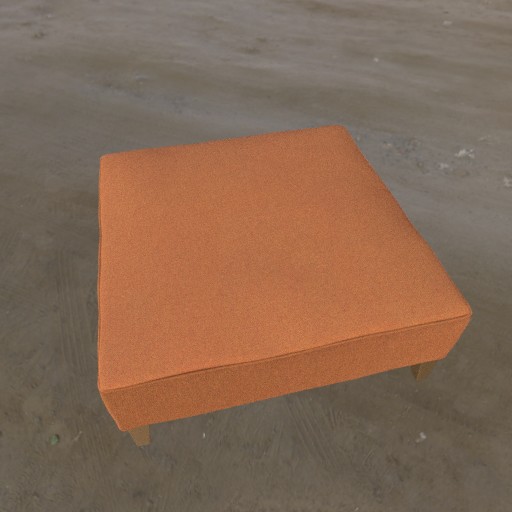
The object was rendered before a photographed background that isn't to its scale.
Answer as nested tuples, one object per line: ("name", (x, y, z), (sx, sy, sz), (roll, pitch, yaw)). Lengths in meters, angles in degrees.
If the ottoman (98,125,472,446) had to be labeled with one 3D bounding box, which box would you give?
("ottoman", (0.000, 0.000, 1.550), (0.999, 0.438, 0.997), (-10, 48, -9))
